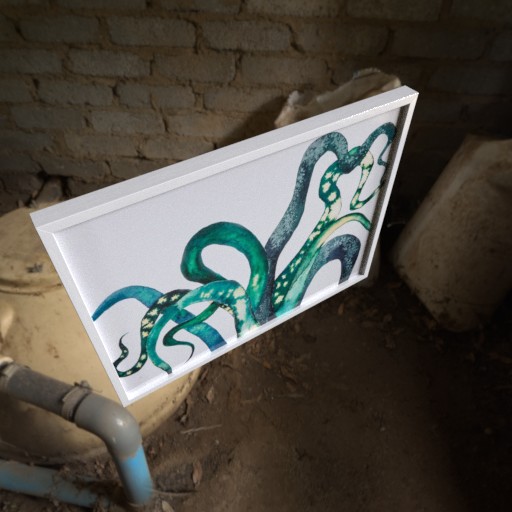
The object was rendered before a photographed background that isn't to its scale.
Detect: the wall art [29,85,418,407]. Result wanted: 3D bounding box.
[{"bbox_3d":[0.000,0.000,1.348,1.041,0.787,0.053,-25,51,-22],"label":"wall art"}]
